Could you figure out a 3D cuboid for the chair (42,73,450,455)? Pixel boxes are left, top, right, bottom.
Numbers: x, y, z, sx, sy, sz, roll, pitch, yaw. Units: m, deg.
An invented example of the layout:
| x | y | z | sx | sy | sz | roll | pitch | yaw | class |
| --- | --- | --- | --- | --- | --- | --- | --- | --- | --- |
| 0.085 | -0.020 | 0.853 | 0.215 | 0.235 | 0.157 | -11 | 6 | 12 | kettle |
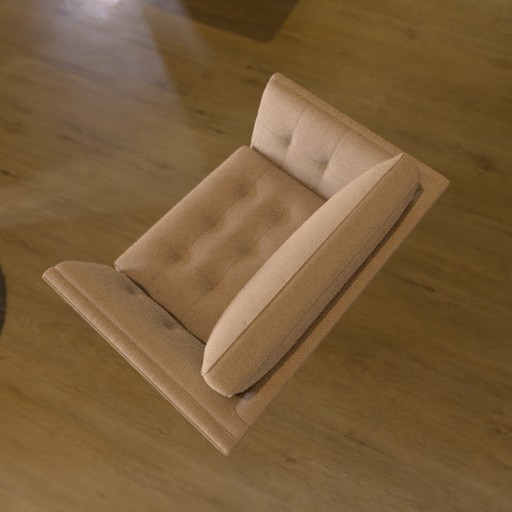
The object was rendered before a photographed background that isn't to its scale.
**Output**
| x | y | z | sx | sy | sz | roll | pitch | yaw | class |
| --- | --- | --- | --- | --- | --- | --- | --- | --- | --- |
| 0.000 | 0.000 | 2.031 | 0.965 | 0.940 | 1.397 | 38 | 71 | 16 | chair |
